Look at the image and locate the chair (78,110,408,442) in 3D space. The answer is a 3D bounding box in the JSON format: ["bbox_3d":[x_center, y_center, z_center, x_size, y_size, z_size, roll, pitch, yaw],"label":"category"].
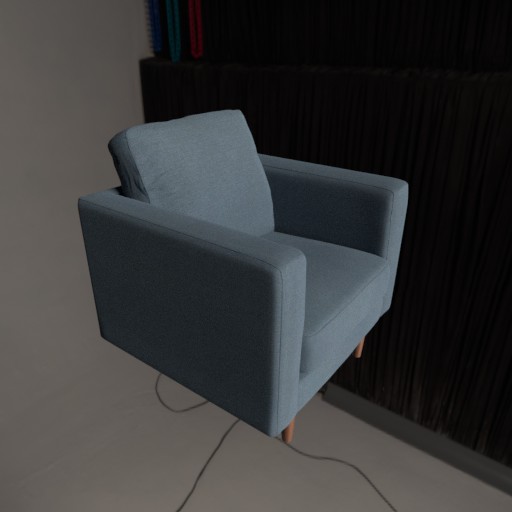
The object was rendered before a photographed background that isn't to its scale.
[{"bbox_3d":[0.000,0.000,1.588,0.820,0.922,0.855,18,31,32],"label":"chair"}]
